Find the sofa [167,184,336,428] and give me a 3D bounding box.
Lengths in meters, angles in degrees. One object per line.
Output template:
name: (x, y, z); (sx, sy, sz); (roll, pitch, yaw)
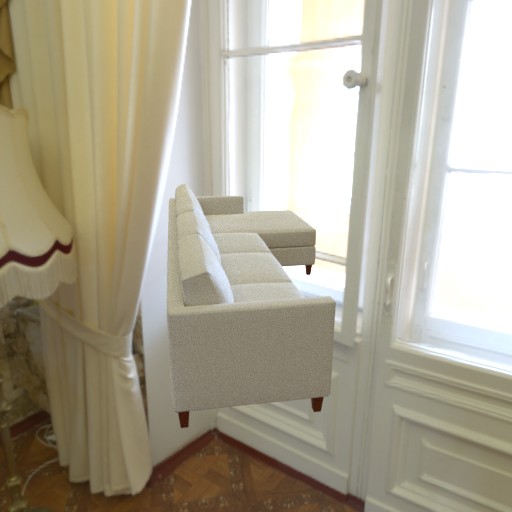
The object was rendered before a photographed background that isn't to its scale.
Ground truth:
sofa: (0.000, 0.000, 4.136); (1.599, 0.954, 3.471); (-3, 18, -10)
